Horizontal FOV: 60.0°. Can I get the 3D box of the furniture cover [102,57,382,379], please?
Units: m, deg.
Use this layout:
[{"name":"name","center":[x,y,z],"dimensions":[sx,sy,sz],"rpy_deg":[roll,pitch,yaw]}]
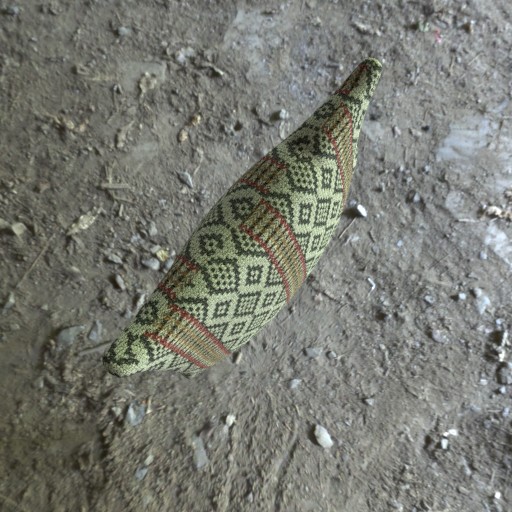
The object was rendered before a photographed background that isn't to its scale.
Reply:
[{"name":"furniture cover","center":[0.000,0.000,0.761],"dimensions":[0.182,0.506,0.503],"rpy_deg":[38,78,10]}]
